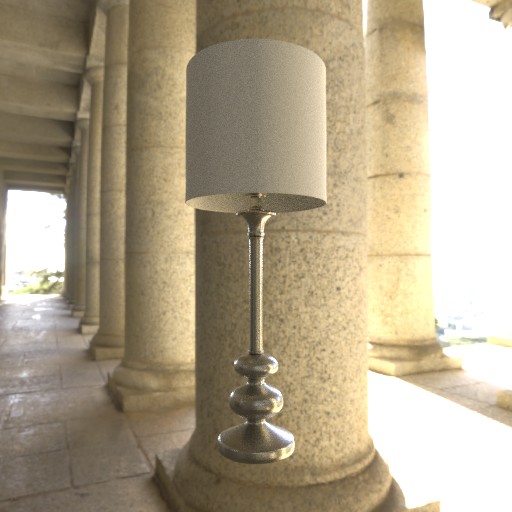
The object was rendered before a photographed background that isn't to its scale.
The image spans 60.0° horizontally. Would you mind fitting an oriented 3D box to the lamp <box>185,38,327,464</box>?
[{"bbox_3d":[0.000,0.000,0.803,0.254,0.690,0.254,-1,-2,36],"label":"lamp"}]
